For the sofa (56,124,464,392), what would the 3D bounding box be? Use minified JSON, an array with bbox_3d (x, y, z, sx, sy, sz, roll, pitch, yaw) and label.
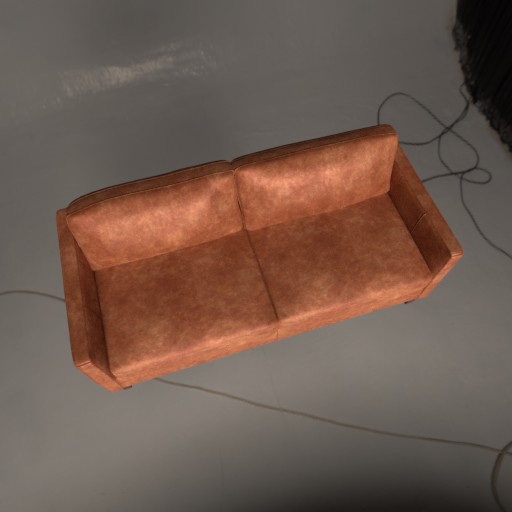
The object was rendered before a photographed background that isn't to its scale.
[{"bbox_3d":[0.000,0.000,2.498,1.971,0.863,0.923,-15,63,-8],"label":"sofa"}]
